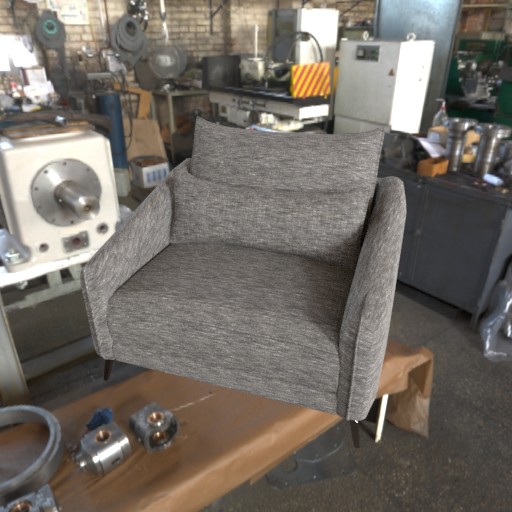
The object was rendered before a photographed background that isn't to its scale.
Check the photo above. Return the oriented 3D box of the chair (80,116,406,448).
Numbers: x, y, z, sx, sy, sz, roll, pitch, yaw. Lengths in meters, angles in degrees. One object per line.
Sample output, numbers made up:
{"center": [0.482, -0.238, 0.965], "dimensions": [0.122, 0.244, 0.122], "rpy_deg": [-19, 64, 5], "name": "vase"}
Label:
{"center": [0.000, 0.000, 1.621], "dimensions": [1.004, 0.842, 0.805], "rpy_deg": [9, 28, 17], "name": "chair"}
